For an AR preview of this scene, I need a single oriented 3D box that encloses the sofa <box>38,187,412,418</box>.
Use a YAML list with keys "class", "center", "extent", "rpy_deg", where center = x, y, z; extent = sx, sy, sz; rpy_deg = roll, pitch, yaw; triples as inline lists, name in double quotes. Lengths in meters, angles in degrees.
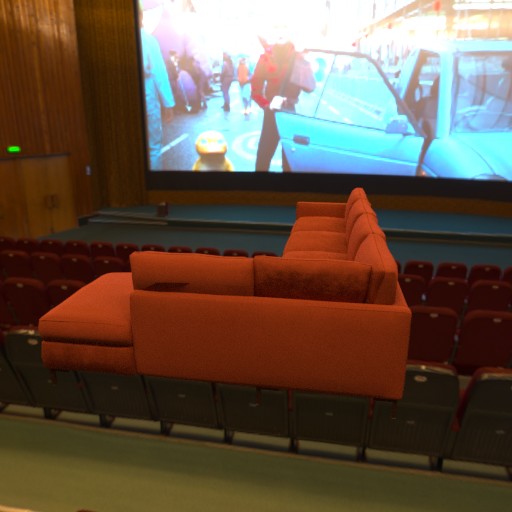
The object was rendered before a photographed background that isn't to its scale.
- class: "sofa"
  center: [0.000, 0.000, 3.430]
  extent: [1.879, 0.757, 2.736]
  rpy_deg: [3, 17, 9]
